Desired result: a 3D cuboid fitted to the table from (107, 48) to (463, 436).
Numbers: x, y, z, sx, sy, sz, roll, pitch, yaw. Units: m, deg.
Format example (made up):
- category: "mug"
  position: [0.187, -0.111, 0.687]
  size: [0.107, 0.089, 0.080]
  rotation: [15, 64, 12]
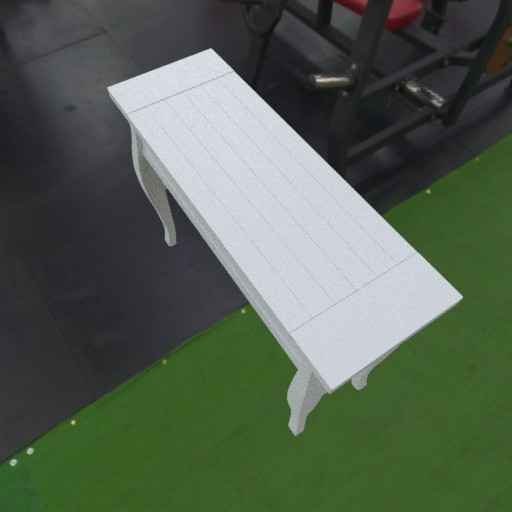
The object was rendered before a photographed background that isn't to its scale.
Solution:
- category: "table"
  position: [0.000, 0.000, 1.451]
  size: [0.373, 0.768, 1.062]
  rotation: [-29, 62, -17]
